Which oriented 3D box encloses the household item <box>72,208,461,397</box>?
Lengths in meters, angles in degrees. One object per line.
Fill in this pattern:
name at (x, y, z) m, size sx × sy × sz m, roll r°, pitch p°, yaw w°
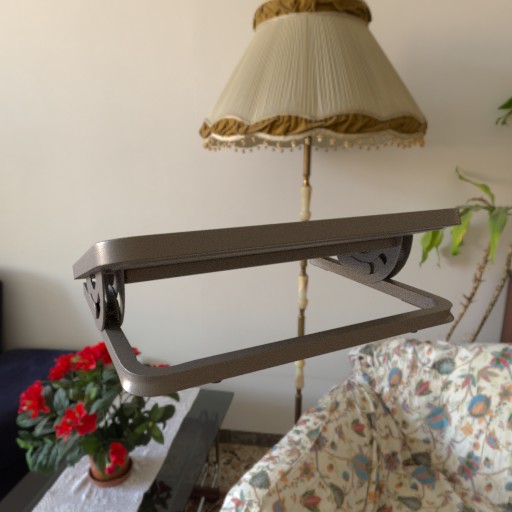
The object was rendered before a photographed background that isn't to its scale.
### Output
household item at (0.000, 0.000, 0.529) m, size 0.390 × 0.126 × 0.301 m, roll -7°, pitch 15°, yaw -26°
